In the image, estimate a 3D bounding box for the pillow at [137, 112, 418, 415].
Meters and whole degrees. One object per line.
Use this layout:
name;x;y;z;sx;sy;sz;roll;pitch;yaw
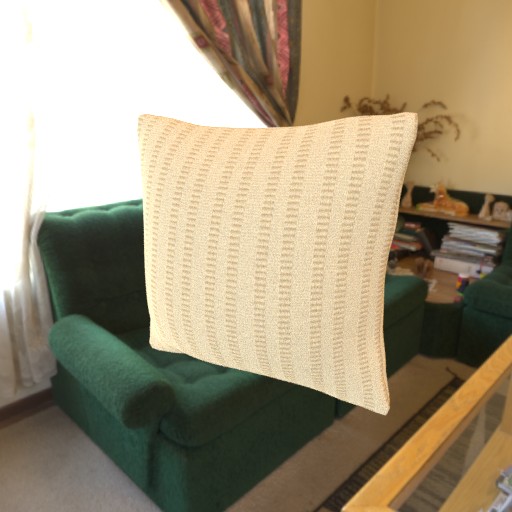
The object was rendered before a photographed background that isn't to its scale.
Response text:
pillow;0.000;0.000;0.679;0.438;0.419;0.247;9;19;26
